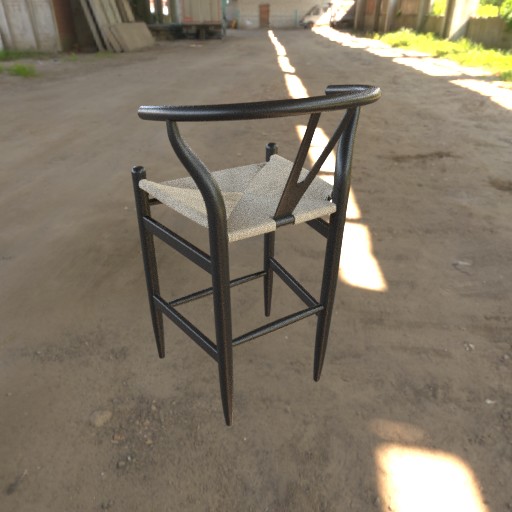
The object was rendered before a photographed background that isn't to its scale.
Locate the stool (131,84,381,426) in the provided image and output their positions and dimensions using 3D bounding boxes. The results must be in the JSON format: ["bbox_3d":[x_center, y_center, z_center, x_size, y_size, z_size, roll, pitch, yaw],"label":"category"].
[{"bbox_3d":[0.000,0.000,1.289,0.569,0.970,0.579,-17,34,-28],"label":"stool"}]
